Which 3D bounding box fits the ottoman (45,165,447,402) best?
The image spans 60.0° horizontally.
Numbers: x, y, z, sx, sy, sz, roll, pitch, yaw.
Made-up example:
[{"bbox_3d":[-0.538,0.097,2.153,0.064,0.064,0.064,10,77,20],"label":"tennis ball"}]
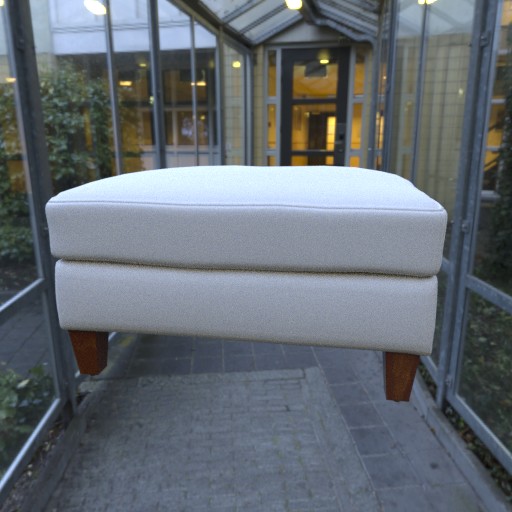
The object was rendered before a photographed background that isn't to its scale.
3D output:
[{"bbox_3d":[0.000,0.000,1.195,0.818,0.479,0.634,2,15,9],"label":"ottoman"}]
